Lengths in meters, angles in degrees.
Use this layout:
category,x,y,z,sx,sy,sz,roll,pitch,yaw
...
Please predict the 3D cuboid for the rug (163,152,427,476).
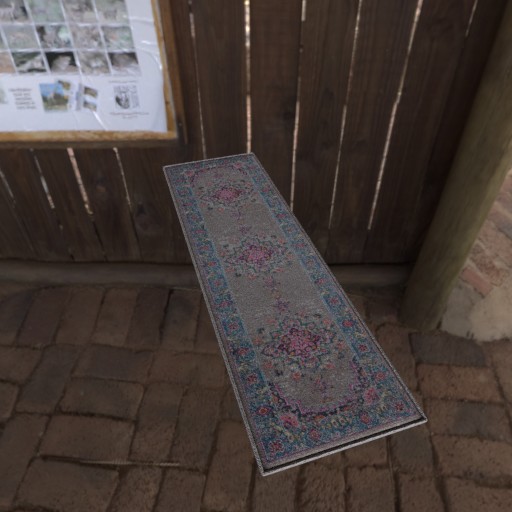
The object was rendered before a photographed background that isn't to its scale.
category,x,y,z,sx,sy,sz,roll,pitch,yaw
rug,0.000,0.000,1.983,0.553,0.012,1.827,-12,43,-13
